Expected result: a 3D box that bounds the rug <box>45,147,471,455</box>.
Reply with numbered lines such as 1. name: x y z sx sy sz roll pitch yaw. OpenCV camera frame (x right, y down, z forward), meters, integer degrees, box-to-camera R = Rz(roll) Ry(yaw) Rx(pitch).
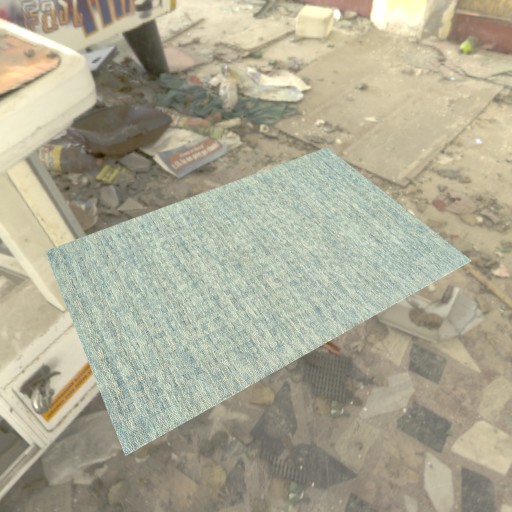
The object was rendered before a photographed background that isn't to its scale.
1. rug: 0.000 0.000 2.175 1.752 0.006 1.142 -24 51 -21
